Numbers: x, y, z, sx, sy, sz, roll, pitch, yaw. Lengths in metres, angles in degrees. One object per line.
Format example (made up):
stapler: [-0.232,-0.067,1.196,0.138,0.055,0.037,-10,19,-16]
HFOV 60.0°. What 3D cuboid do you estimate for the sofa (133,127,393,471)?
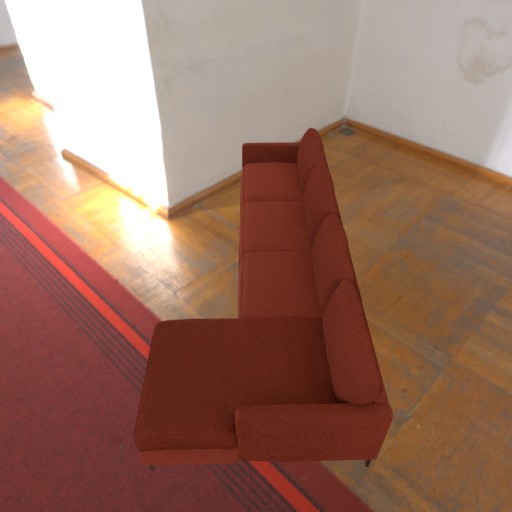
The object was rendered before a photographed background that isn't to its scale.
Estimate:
sofa: [0.000,0.000,3.395,1.350,0.810,2.932,0,42,0]
